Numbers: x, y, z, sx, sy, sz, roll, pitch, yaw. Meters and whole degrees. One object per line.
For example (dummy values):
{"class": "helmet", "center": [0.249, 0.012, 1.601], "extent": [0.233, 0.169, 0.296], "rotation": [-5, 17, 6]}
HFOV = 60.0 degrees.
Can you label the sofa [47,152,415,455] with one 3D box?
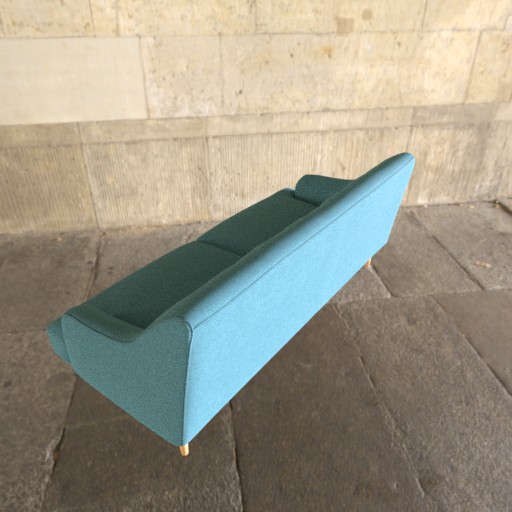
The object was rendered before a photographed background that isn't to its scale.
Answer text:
{"class": "sofa", "center": [0.000, 0.000, 2.486], "extent": [0.978, 0.871, 2.057], "rotation": [22, 38, 31]}
